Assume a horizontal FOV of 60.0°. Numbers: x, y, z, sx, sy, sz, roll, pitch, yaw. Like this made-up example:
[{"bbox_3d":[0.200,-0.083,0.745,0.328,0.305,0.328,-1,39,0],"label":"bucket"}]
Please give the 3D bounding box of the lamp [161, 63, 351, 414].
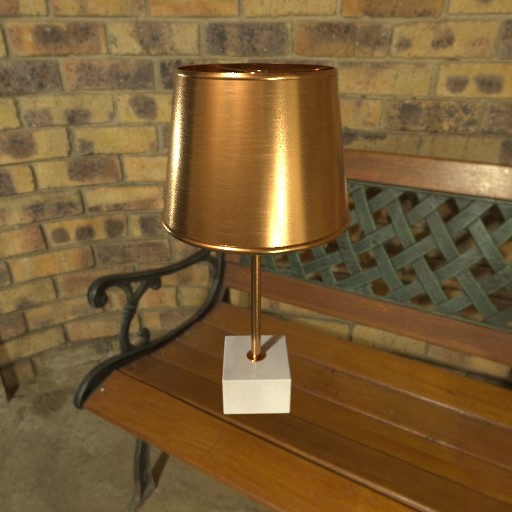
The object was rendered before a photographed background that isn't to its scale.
[{"bbox_3d":[0.000,0.000,0.518,0.208,0.406,0.208,0,26,0],"label":"lamp"}]
